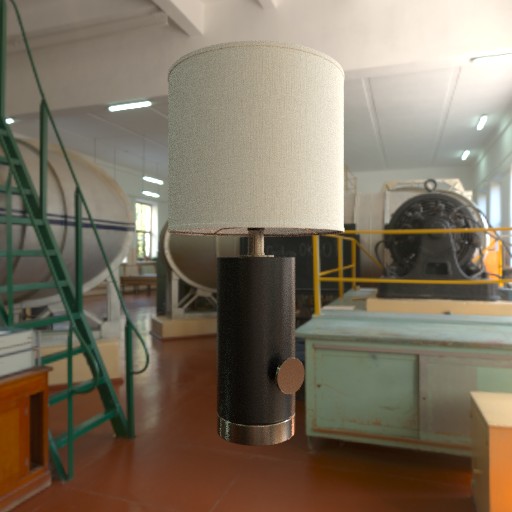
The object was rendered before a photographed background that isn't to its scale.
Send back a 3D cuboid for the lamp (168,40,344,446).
[{"bbox_3d":[0.000,0.000,0.616,0.241,0.482,0.240,0,0,-36],"label":"lamp"}]
